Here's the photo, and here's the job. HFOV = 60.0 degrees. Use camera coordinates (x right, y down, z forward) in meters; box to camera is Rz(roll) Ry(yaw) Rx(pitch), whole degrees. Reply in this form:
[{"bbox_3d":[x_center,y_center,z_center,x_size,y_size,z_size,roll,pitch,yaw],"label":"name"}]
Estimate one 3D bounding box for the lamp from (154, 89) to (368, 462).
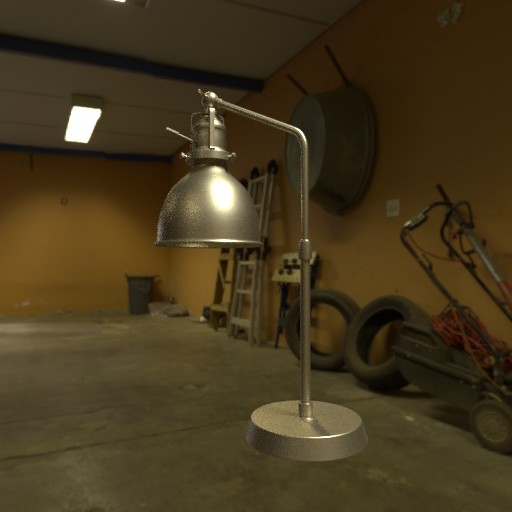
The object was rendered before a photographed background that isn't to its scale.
[{"bbox_3d":[0.000,0.000,0.588,0.286,0.456,0.153,-1,-2,19],"label":"lamp"}]
